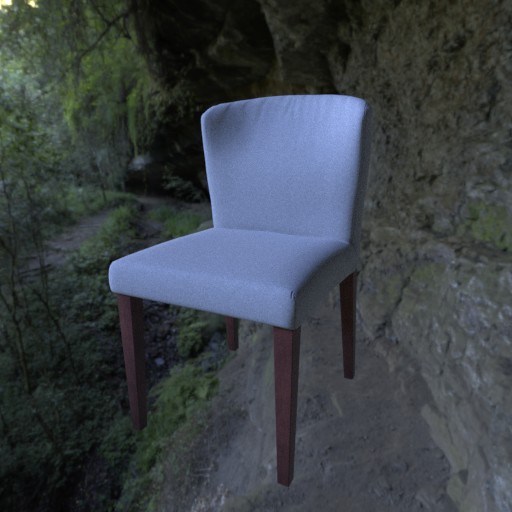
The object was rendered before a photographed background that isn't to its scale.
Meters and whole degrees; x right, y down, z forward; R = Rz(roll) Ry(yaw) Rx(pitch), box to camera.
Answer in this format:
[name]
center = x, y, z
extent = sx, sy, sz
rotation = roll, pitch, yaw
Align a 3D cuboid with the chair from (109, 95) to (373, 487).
[chair]
center = 0.000, 0.000, 1.163
extent = 0.491, 0.839, 0.592
rotation = 7, 17, 26
